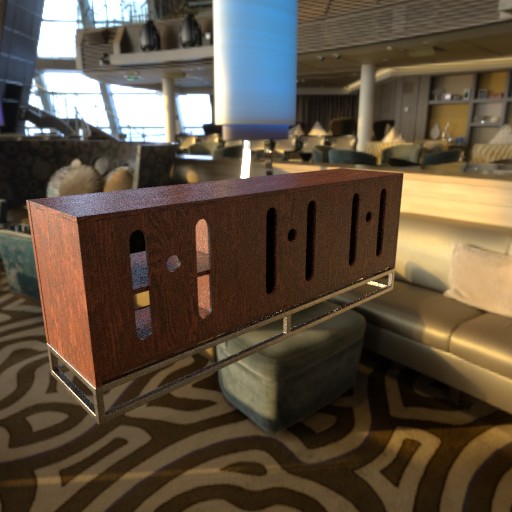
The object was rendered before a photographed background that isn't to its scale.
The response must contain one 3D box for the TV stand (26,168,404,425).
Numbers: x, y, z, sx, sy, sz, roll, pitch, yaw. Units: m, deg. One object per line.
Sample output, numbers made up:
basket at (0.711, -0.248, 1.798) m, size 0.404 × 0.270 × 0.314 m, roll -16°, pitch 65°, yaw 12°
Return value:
TV stand at (0.000, 0.000, 1.774) m, size 1.541 × 0.578 × 0.382 m, roll -15°, pitch 22°, yaw -41°
